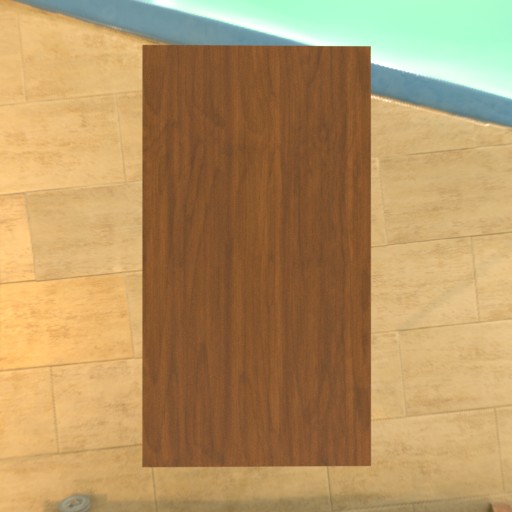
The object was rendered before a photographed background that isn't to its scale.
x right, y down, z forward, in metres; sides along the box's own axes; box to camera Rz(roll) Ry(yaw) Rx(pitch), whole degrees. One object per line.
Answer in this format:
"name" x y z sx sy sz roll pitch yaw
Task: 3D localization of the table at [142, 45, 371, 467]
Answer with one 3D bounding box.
"table" 0.000 0.000 1.318 0.574 0.414 1.057 0 90 -1
